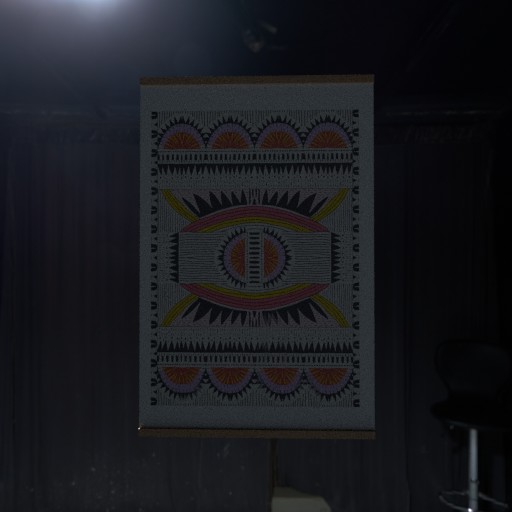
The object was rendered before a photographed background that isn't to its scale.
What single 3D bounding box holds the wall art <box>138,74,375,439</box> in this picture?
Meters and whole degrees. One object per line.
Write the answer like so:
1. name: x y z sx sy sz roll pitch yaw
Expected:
1. wall art: 0.000 0.000 1.891 0.999 1.533 0.028 0 -1 2
